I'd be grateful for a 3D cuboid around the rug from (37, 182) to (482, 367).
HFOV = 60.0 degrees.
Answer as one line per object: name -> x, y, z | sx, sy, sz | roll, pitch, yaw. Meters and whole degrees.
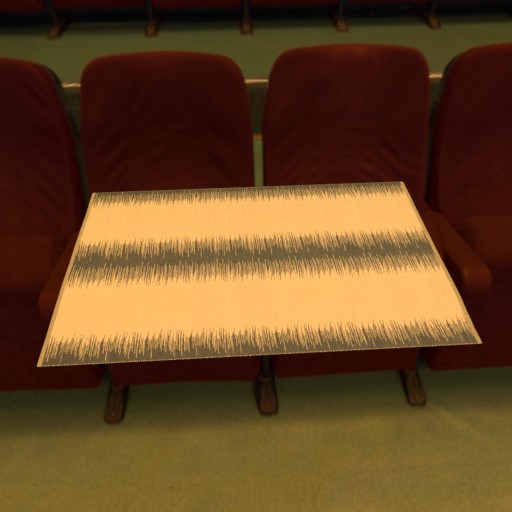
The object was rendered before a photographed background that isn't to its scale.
rug -> 0.000, 0.000, 2.955 | 2.453, 0.003, 1.519 | -2, 45, -2
